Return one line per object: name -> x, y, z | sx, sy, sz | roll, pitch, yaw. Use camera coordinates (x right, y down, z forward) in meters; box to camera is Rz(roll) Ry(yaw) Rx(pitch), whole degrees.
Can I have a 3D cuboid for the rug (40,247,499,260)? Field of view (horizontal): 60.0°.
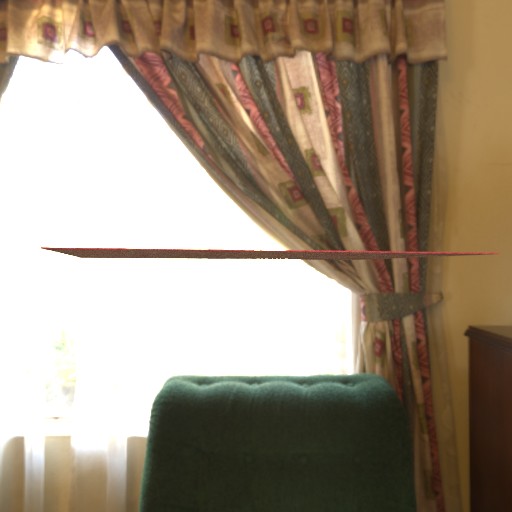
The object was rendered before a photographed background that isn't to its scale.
rug -> 0.000, 0.000, 4.177 | 3.306, 0.011, 2.389 | 0, -2, -16
